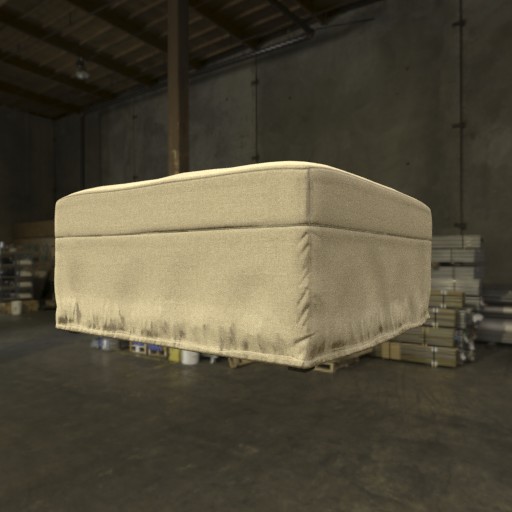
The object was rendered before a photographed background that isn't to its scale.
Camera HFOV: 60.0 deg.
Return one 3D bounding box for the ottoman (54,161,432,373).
[{"bbox_3d":[0.000,0.000,1.339,0.843,0.436,0.840,0,-1,36],"label":"ottoman"}]
